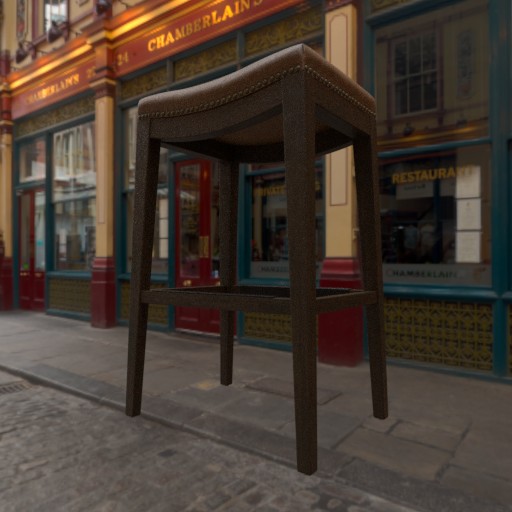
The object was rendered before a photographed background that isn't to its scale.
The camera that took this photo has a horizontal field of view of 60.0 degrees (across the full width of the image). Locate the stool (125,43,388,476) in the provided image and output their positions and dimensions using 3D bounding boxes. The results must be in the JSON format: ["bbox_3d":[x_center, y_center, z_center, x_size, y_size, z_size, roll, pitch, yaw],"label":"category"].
[{"bbox_3d":[0.000,0.000,1.044,0.500,0.759,0.361,-1,-1,37],"label":"stool"}]
